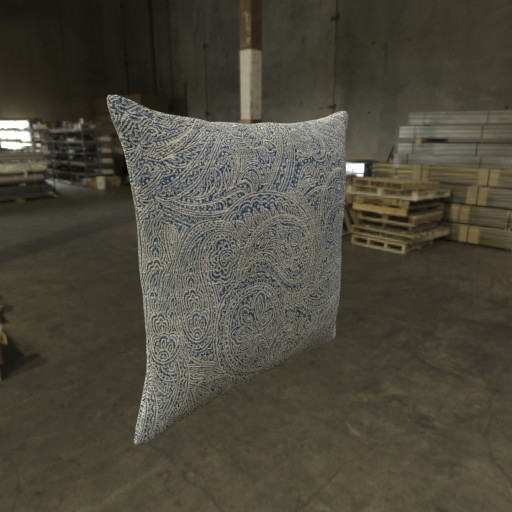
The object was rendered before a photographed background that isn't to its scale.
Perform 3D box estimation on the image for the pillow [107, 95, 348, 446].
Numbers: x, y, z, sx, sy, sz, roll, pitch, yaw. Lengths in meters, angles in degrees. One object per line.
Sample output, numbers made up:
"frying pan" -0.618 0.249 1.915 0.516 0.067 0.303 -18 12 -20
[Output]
"pillow" 0.000 0.000 0.788 0.166 0.510 0.523 15 21 43
